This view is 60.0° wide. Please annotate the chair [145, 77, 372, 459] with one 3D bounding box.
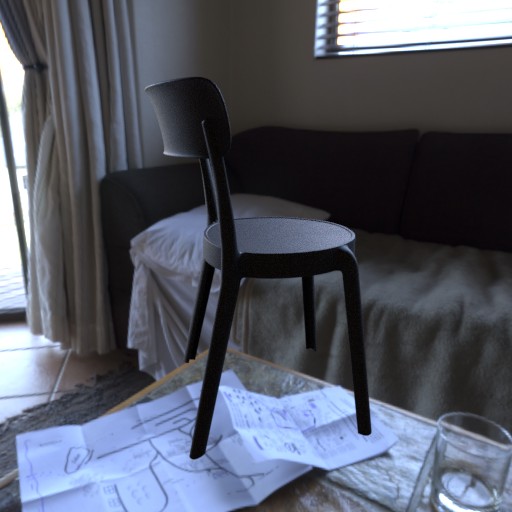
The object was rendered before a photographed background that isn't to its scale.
[{"bbox_3d":[0.000,0.000,1.116,0.491,0.790,0.506,-3,17,-10],"label":"chair"}]
